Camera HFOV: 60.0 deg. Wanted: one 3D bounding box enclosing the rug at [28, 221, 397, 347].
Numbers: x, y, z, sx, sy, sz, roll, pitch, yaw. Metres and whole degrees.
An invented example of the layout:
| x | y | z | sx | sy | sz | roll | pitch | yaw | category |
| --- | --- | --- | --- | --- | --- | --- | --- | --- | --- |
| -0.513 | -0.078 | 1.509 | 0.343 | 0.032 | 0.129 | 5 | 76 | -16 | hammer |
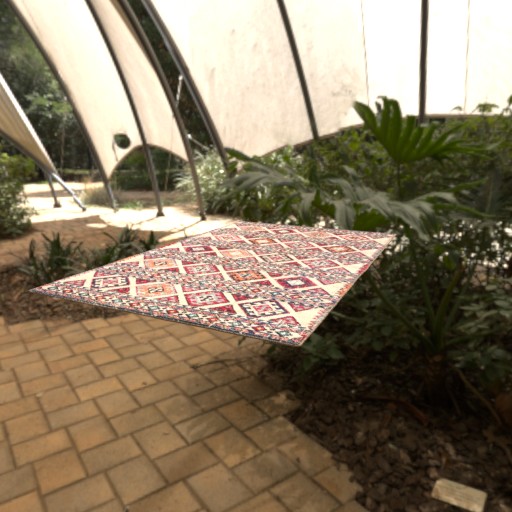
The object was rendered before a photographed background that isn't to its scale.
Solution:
| x | y | z | sx | sy | sz | roll | pitch | yaw | category |
| --- | --- | --- | --- | --- | --- | --- | --- | --- | --- |
| 0.000 | 0.000 | 3.096 | 1.545 | 0.010 | 2.440 | 7 | 16 | 25 | rug |
